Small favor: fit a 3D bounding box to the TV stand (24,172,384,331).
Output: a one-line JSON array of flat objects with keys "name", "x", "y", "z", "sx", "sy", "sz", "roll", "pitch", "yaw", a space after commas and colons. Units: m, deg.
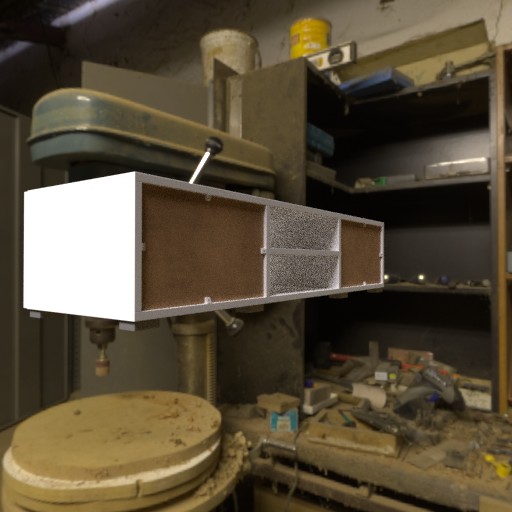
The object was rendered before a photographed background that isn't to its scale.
[{"name": "TV stand", "x": 0.000, "y": 0.000, "z": 1.548, "sx": 0.420, "sy": 0.310, "sz": 1.400, "roll": 0, "pitch": -1, "yaw": 35}]
